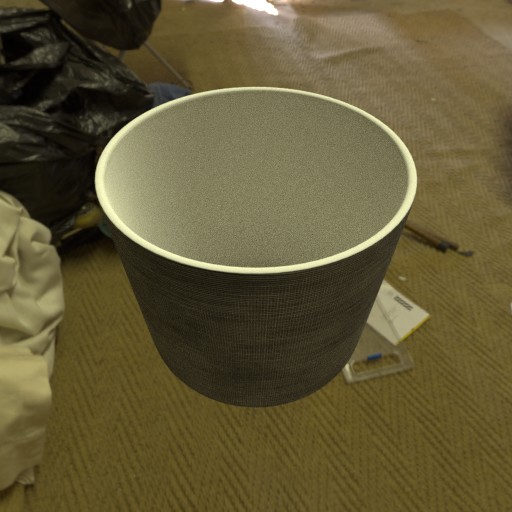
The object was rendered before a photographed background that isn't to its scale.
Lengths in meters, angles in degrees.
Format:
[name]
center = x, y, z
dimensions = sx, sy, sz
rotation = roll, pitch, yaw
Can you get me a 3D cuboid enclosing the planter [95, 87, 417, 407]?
[planter]
center = 0.000, 0.000, 0.764
dimensions = 0.440, 0.398, 0.440
rotation = 0, 46, 0
